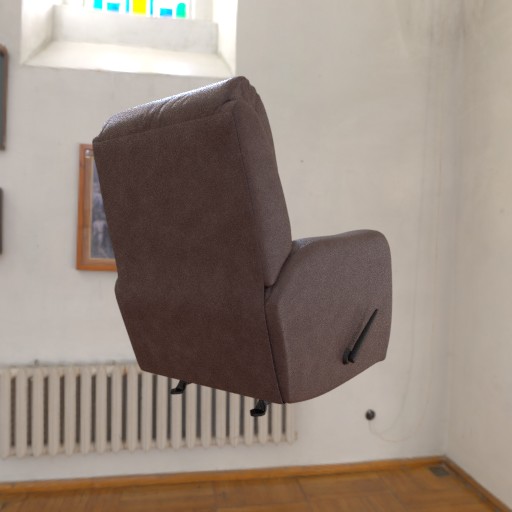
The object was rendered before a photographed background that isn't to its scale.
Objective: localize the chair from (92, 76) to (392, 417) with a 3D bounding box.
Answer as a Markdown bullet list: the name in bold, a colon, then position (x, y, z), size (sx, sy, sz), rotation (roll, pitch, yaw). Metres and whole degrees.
- **chair**: position (0.000, 0.000, 1.805), size (0.865, 1.067, 1.067), rotation (1, 1, 36)
